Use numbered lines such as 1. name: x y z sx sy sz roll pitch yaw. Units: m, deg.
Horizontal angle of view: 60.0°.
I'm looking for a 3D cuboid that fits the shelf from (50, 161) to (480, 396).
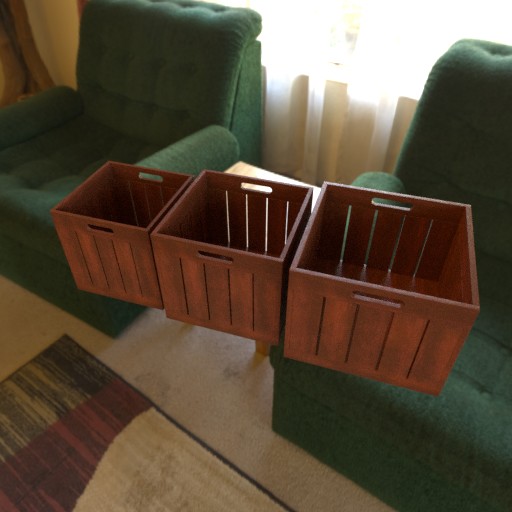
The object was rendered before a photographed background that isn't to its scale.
1. shelf: 0.000 0.000 1.251 1.064 0.311 0.393 12 42 13
